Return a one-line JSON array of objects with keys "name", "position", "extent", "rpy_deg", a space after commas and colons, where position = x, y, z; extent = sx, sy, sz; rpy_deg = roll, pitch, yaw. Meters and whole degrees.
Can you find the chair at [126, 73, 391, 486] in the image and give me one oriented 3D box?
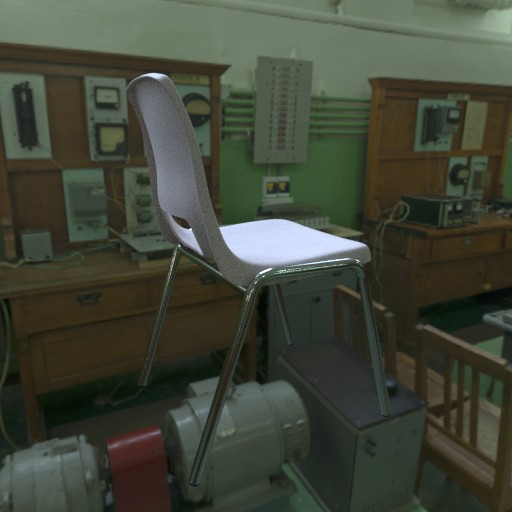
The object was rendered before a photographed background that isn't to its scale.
[{"name": "chair", "position": [0.000, 0.000, 0.889], "extent": [0.436, 0.653, 0.381], "rpy_deg": [-8, 17, -27]}]
